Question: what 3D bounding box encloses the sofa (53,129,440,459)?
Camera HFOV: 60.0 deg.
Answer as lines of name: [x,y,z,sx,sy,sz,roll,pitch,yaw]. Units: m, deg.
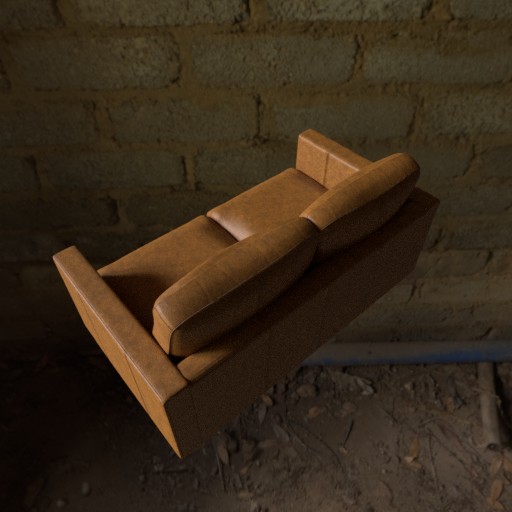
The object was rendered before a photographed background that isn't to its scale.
sofa: [0.000,0.000,2.167,1.578,0.951,0.909,-32,54,-27]
